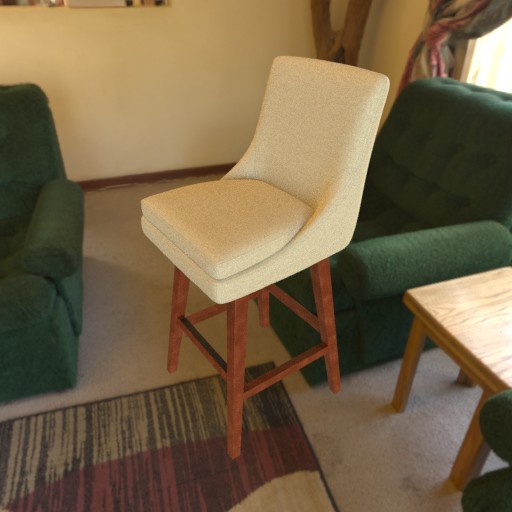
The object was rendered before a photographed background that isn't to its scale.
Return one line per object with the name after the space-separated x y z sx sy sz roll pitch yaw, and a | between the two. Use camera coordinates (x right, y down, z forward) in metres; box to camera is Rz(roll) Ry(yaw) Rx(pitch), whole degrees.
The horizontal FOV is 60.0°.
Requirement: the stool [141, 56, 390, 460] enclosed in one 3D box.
0.000 0.000 1.401 0.559 1.092 0.470 -21 37 -30 | stool
